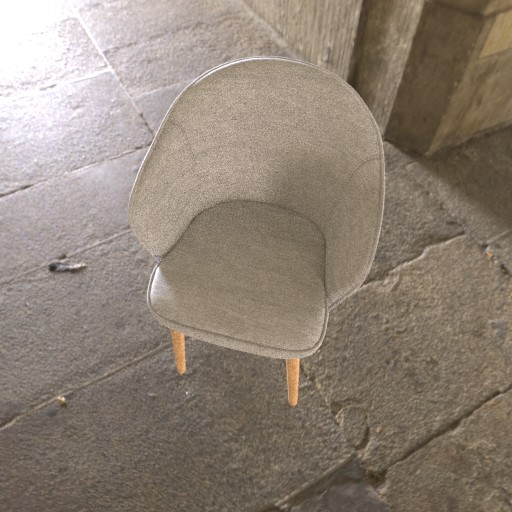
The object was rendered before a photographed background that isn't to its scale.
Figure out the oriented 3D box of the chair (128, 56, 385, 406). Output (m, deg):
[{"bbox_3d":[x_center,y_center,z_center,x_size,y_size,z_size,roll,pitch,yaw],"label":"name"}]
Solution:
[{"bbox_3d":[0.000,0.000,1.152,0.540,0.800,0.530,13,57,9],"label":"chair"}]
